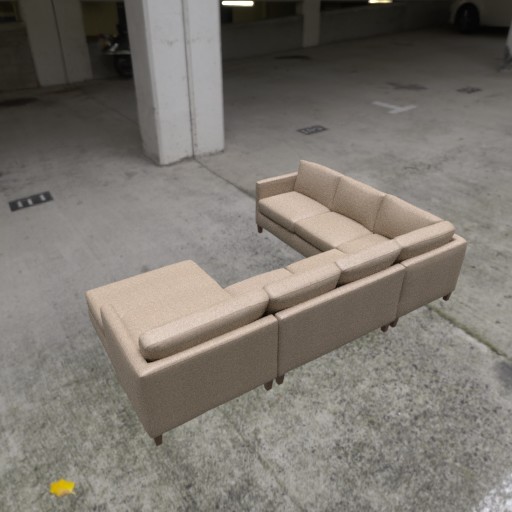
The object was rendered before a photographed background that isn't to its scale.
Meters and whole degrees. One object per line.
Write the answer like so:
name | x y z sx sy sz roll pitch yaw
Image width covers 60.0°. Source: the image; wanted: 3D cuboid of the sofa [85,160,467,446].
sofa | 0.000 0.000 4.688 3.460 0.961 2.594 -18 35 -28
